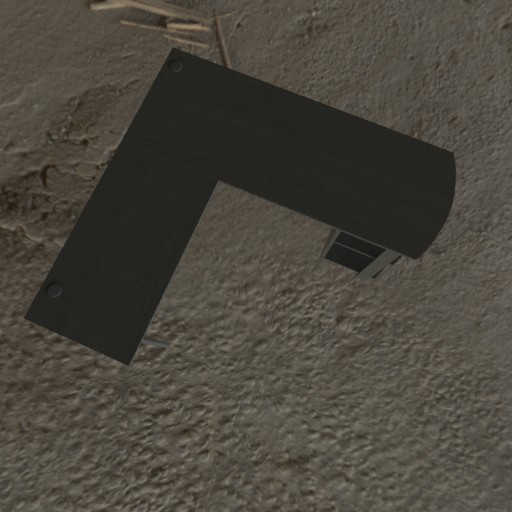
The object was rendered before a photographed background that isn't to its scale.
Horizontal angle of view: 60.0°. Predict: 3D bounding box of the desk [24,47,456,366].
[{"bbox_3d":[0.000,0.000,2.105,1.361,0.716,1.303,23,77,5],"label":"desk"}]
